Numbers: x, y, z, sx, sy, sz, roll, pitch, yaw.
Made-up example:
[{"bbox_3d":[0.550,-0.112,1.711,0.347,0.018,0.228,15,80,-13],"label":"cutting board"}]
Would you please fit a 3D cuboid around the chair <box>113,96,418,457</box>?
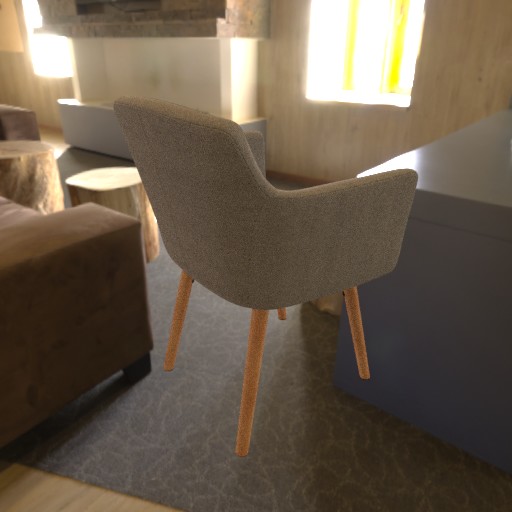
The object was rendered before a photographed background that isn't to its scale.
[{"bbox_3d":[0.000,0.000,1.118,0.540,0.780,0.570,-18,31,-33],"label":"chair"}]
